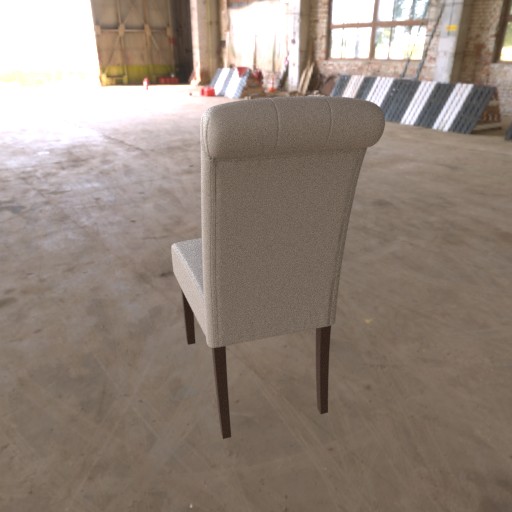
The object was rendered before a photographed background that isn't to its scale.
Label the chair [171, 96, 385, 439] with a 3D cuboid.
[{"bbox_3d":[0.000,0.000,1.407,0.456,1.006,0.671,-8,26,-16],"label":"chair"}]
